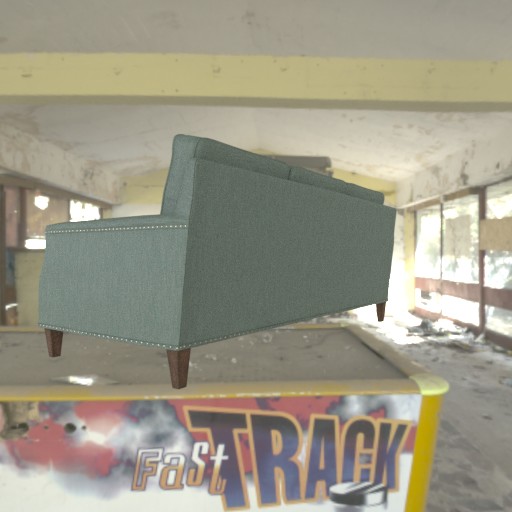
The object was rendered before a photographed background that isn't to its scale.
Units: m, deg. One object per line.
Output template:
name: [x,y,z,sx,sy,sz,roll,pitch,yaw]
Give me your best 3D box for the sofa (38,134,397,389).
sofa: [0.000,0.000,2.782,1.084,1.003,2.246,0,0,36]
